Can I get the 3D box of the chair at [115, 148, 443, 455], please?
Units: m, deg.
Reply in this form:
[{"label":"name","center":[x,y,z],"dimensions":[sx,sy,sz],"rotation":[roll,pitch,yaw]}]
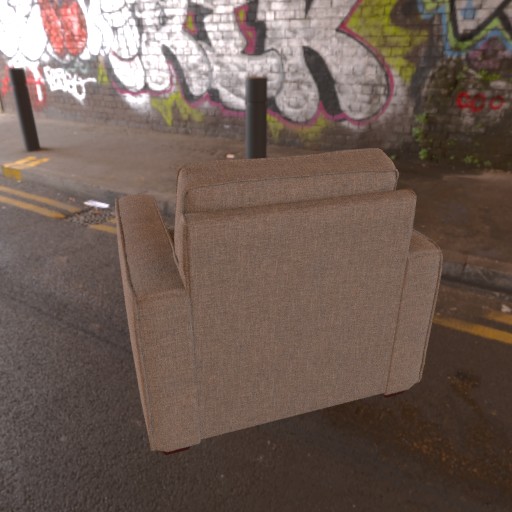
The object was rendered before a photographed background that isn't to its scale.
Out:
[{"label":"chair","center":[0.000,0.000,1.732],"dimensions":[1.016,0.914,0.940],"rotation":[-8,26,-17]}]
